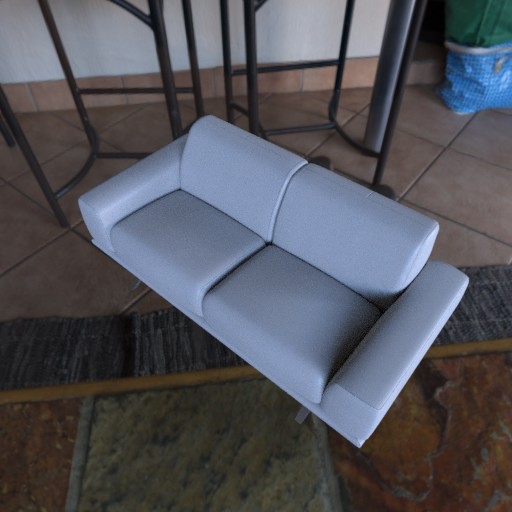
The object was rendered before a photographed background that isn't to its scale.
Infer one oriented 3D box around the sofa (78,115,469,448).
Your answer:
[{"bbox_3d":[0.000,0.000,2.359,1.901,0.772,0.900,32,55,26],"label":"sofa"}]
